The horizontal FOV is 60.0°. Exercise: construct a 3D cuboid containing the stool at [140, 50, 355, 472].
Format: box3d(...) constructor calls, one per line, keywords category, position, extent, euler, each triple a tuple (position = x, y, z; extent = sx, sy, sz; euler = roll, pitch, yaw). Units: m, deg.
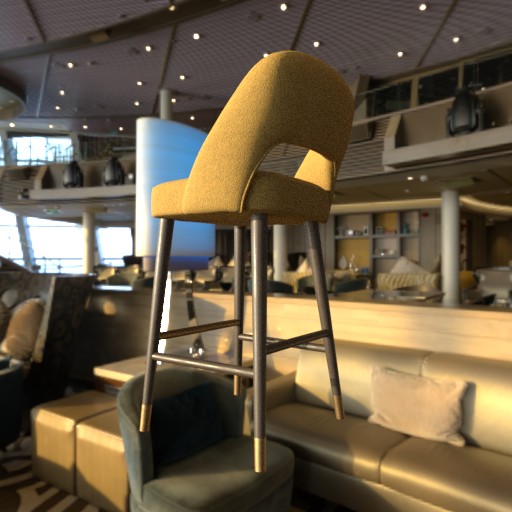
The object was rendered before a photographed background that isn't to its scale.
box3d(category="stool", position=(0.000, 0.000, 1.340), extent=(0.522, 1.032, 0.536), euler=(0, 0, 36))
